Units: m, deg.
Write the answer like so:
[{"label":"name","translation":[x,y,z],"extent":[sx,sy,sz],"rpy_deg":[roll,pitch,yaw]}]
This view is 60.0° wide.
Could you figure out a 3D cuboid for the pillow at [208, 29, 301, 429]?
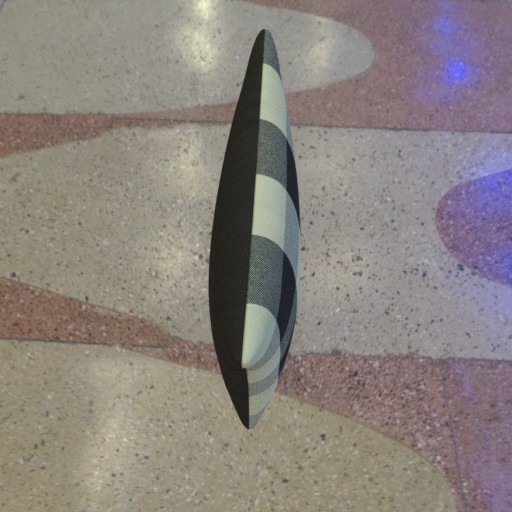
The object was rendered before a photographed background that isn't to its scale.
[{"label":"pillow","translation":[0.000,0.000,0.771],"extent":[0.161,0.509,0.511],"rpy_deg":[3,62,1]}]
